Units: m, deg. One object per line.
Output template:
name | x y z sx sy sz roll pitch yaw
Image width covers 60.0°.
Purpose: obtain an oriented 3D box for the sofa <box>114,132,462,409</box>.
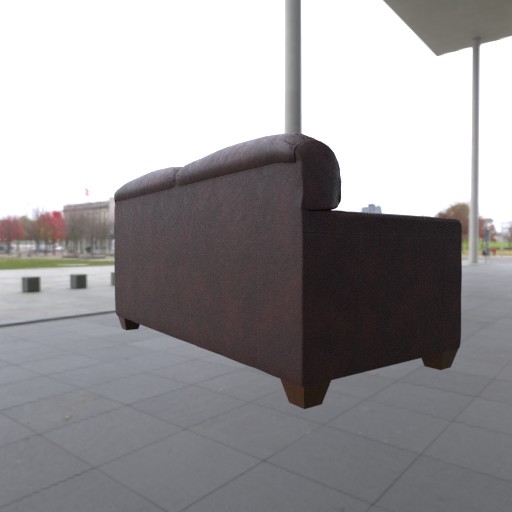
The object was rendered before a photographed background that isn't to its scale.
sofa | 0.000 0.000 2.426 1.000 0.966 1.856 -1 2 -36
